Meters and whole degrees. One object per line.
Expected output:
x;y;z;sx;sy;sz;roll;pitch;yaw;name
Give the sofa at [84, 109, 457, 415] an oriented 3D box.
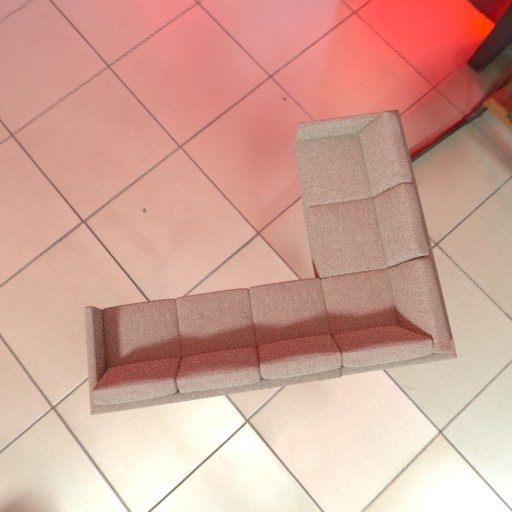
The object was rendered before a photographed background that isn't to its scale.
0.000;0.000;4.265;3.182;0.863;2.432;-8;77;-2;sofa
